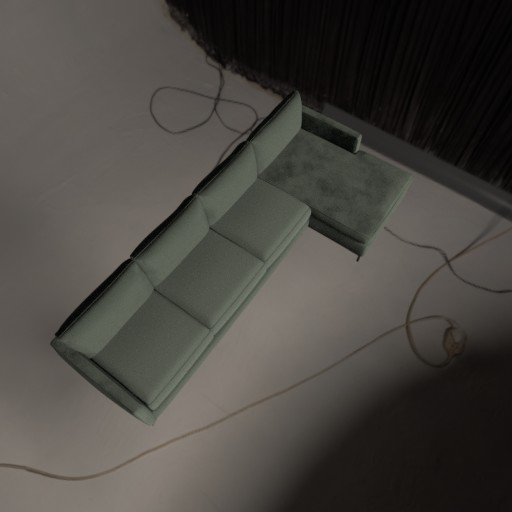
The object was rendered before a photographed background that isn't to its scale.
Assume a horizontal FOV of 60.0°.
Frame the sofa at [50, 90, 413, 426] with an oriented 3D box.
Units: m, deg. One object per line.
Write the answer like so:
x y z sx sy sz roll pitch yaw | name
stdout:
0.000 0.000 3.254 1.255 0.756 2.725 32 66 16 | sofa
